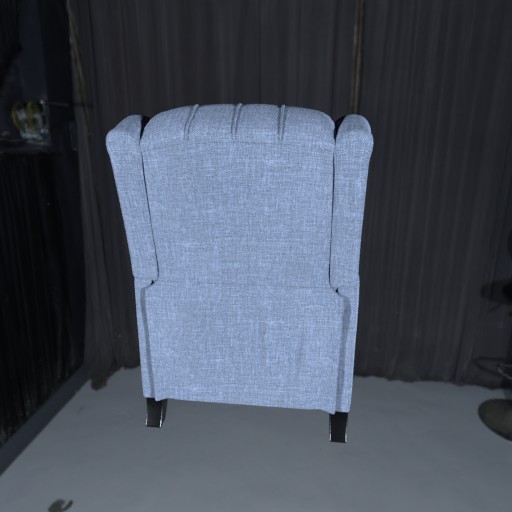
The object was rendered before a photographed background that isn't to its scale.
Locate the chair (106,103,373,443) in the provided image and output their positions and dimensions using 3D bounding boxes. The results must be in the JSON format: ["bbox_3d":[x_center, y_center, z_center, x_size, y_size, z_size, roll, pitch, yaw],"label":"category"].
[{"bbox_3d":[0.000,0.000,1.631,0.742,1.035,0.898,2,17,7],"label":"chair"}]
